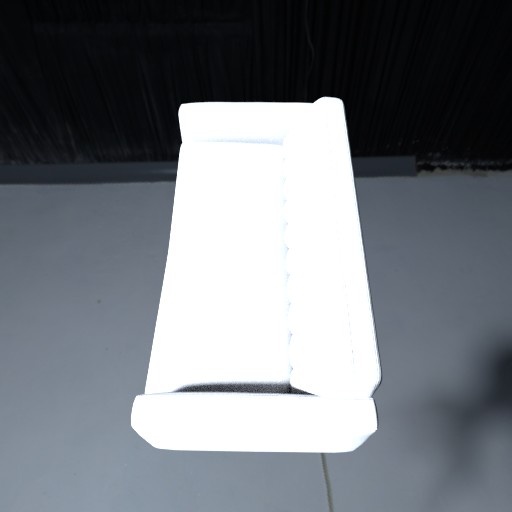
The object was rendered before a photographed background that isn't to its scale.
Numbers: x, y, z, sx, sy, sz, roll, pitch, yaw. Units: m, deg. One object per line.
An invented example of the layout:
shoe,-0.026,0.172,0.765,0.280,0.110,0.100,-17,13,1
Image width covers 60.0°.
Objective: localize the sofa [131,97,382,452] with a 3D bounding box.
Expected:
sofa,0.000,0.000,2.376,0.969,0.814,1.895,1,58,0
